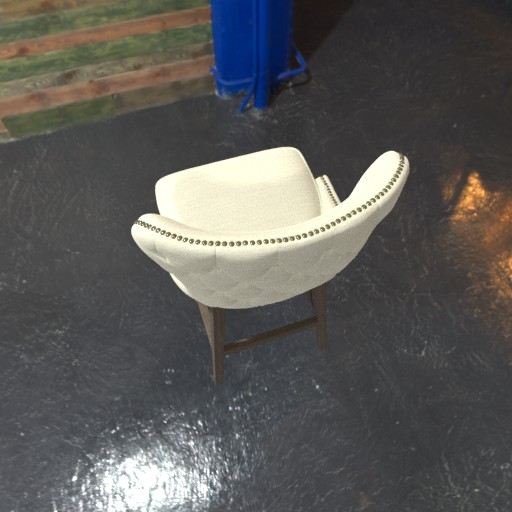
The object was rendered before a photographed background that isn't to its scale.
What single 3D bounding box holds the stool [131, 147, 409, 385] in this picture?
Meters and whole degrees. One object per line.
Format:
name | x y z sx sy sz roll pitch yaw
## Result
stool | 0.000 0.000 1.365 0.615 0.972 0.597 -16 59 -10
